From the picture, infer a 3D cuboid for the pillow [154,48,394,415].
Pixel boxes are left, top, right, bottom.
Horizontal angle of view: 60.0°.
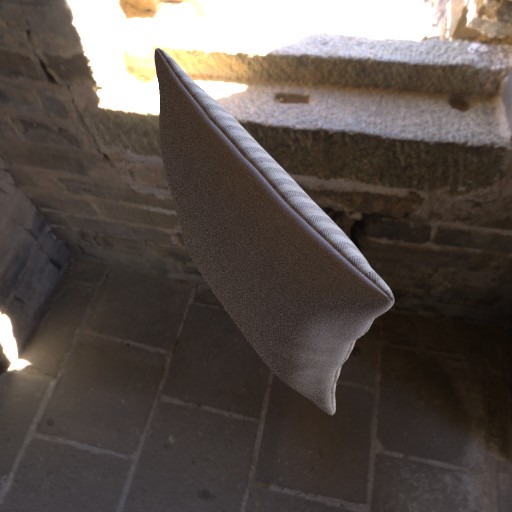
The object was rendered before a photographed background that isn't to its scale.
[{"bbox_3d":[0.000,0.000,0.773,0.166,0.510,0.523,-30,63,-17],"label":"pillow"}]
